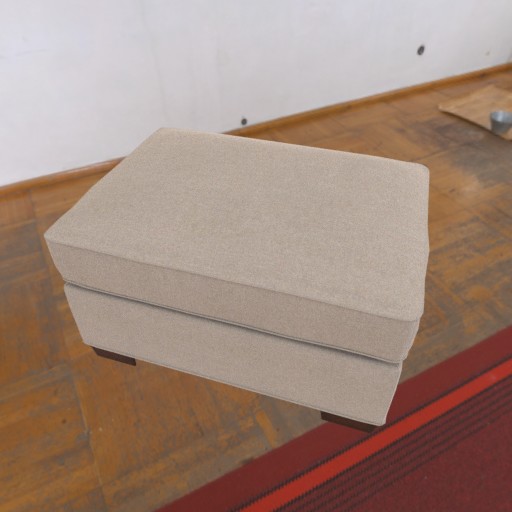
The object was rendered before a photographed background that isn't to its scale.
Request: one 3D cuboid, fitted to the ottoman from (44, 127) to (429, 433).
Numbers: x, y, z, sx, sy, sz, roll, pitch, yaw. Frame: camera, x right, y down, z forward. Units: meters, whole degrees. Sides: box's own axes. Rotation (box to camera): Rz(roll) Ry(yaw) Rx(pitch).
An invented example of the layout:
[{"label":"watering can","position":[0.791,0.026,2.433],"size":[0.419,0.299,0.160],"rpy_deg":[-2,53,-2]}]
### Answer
[{"label":"ottoman","position":[0.000,0.000,1.253],"size":[0.846,0.503,0.617],"rpy_deg":[12,42,13]}]
